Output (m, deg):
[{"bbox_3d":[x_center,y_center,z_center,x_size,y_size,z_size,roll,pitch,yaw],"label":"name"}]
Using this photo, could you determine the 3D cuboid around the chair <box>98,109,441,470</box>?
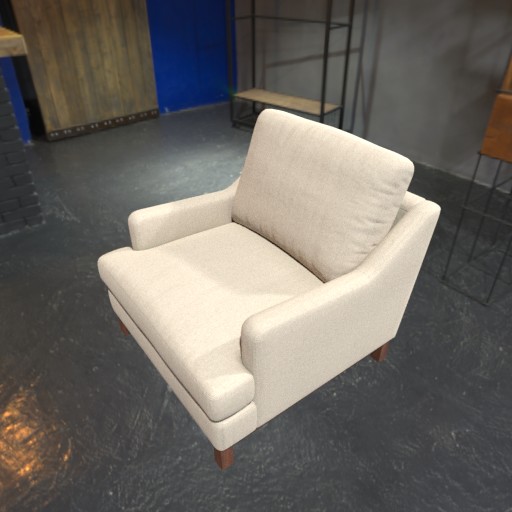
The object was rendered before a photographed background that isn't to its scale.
[{"bbox_3d":[0.000,0.000,1.750,1.001,0.916,0.912,-23,40,-30],"label":"chair"}]
